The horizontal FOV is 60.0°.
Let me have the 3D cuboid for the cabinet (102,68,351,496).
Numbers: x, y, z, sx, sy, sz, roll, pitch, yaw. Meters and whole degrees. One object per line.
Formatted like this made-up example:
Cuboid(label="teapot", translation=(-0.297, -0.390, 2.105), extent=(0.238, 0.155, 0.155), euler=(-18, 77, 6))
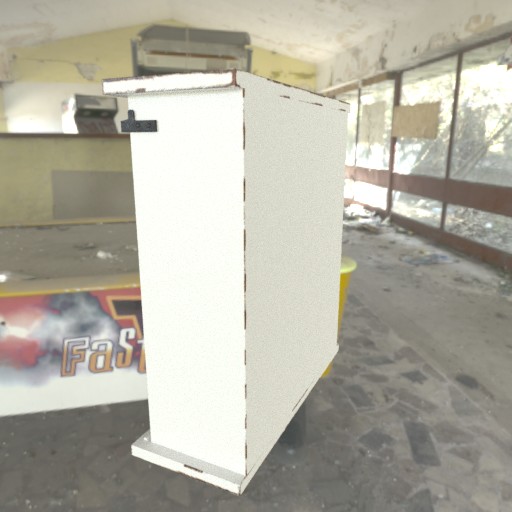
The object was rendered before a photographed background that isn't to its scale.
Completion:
Cuboid(label="cabinet", translation=(0.000, 0.000, 0.875), extent=(0.210, 0.603, 0.541), euler=(7, 16, 25))
